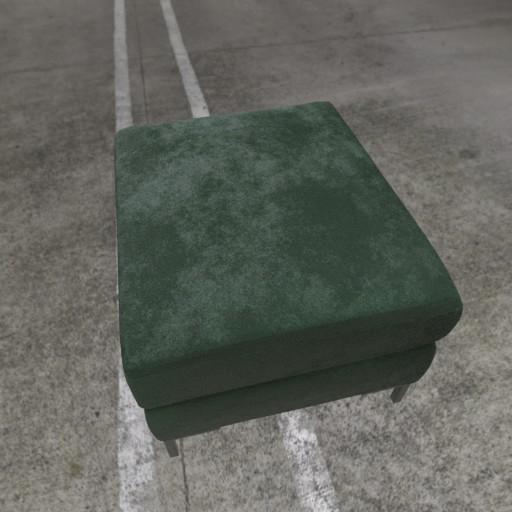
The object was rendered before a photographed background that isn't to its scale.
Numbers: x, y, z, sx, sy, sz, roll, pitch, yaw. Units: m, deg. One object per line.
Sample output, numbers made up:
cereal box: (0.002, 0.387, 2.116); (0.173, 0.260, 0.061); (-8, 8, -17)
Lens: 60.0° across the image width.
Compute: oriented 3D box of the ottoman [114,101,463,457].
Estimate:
ottoman: (0.000, 0.000, 1.266); (0.701, 0.538, 0.839); (-10, 49, -9)
